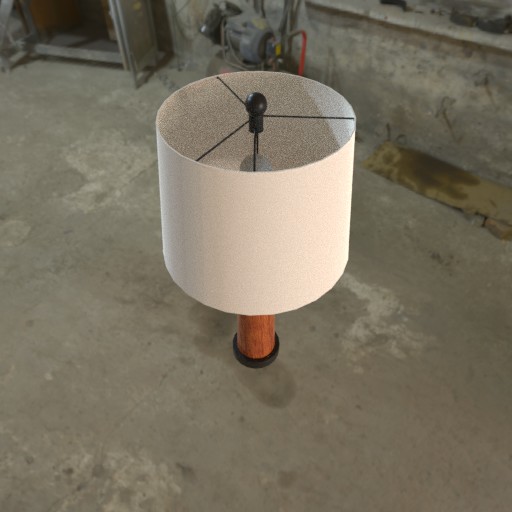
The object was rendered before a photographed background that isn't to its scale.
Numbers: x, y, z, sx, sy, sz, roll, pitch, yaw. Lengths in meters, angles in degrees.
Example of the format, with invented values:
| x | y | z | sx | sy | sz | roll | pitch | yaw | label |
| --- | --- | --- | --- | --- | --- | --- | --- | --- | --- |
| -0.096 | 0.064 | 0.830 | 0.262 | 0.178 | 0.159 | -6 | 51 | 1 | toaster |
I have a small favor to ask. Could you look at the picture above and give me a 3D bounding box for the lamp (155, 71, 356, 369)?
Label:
| x | y | z | sx | sy | sz | roll | pitch | yaw | label |
| --- | --- | --- | --- | --- | --- | --- | --- | --- | --- |
| 0.000 | 0.000 | 0.869 | 0.349 | 0.667 | 0.349 | 0 | 46 | 0 | lamp |
